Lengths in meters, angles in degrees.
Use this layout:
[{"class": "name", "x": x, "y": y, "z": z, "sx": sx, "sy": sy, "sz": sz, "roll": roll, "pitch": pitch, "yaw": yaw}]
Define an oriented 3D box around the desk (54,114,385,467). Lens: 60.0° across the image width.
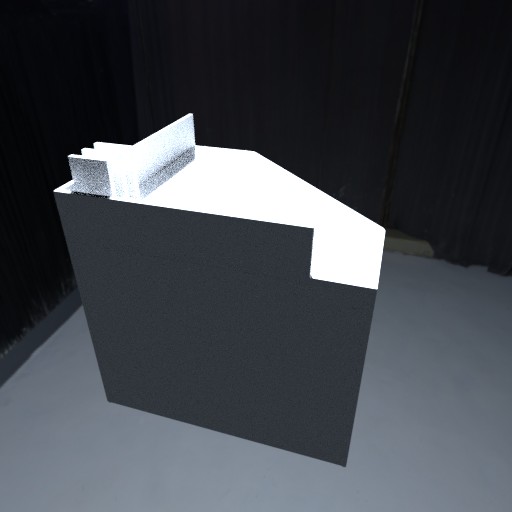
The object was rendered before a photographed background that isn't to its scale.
[{"class": "desk", "x": 0.000, "y": 0.000, "z": 1.765, "sx": 0.940, "sy": 0.986, "sz": 0.940, "roll": 9, "pitch": 33, "yaw": 15}]
